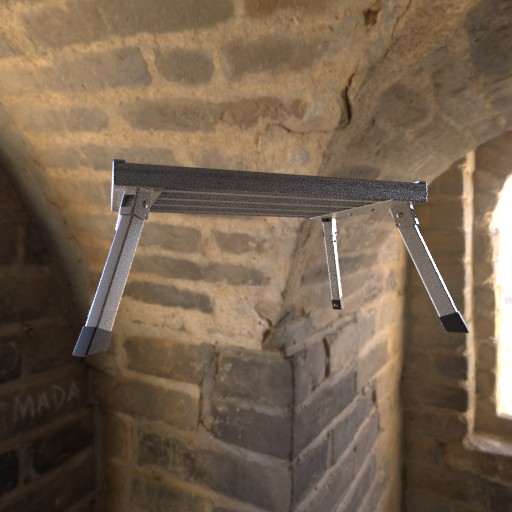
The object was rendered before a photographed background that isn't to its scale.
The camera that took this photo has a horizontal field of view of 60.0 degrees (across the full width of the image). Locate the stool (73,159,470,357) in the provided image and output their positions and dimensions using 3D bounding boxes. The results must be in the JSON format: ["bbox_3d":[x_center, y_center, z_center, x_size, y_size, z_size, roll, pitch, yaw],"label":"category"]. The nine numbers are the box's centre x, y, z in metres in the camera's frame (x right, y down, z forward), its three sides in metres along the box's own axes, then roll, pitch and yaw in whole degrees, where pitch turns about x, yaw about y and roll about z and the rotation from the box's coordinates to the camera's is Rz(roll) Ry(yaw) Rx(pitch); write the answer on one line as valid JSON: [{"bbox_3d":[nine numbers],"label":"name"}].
[{"bbox_3d":[0.000,0.000,0.734,0.535,0.225,0.385,0,-1,-18],"label":"stool"}]
